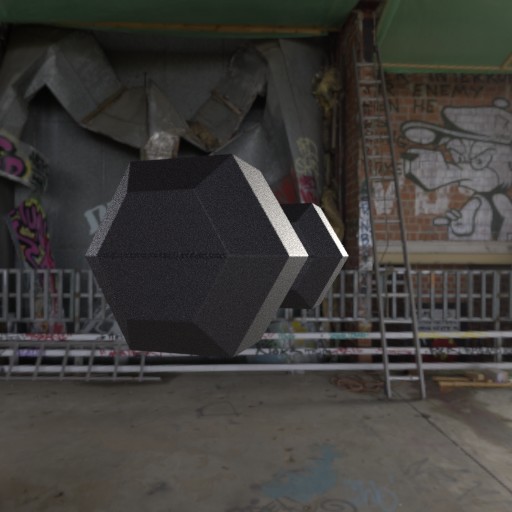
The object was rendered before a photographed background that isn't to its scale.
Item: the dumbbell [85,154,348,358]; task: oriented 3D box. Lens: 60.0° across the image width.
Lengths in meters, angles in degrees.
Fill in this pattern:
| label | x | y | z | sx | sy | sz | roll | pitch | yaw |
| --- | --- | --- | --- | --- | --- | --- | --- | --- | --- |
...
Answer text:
| label | x | y | z | sx | sy | sz | roll | pitch | yaw |
| --- | --- | --- | --- | --- | --- | --- | --- | --- | --- |
| dumbbell | 0.000 | 0.000 | 0.350 | 0.116 | 0.101 | 0.297 | 0 | 0 | 18 |
